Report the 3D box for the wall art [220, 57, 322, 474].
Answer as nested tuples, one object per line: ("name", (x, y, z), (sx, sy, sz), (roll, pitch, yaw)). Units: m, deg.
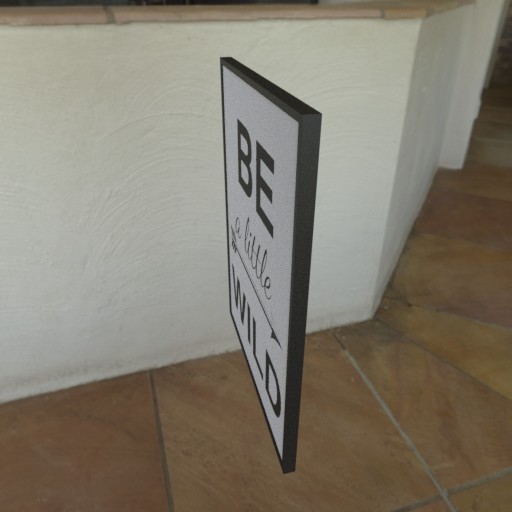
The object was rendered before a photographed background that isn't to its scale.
("wall art", (0.000, 0.000, 1.401), (0.038, 1.062, 0.806), (-8, 32, -12))
